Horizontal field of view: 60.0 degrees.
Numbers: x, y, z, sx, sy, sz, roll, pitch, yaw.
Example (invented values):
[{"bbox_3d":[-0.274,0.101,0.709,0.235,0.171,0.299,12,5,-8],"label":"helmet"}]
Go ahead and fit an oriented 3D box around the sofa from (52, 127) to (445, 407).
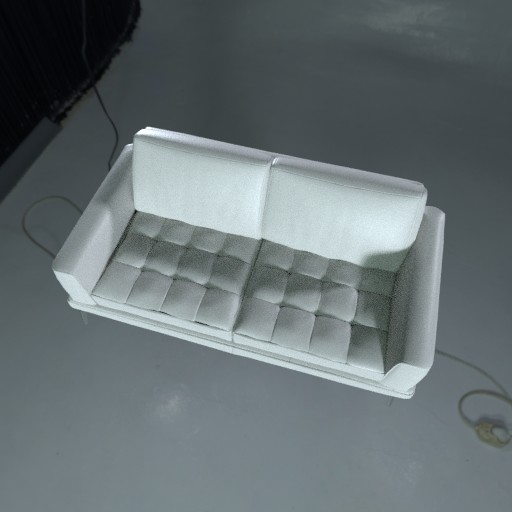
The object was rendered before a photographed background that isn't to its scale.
[{"bbox_3d":[0.000,0.000,2.728,2.177,0.930,1.121,14,58,9],"label":"sofa"}]
